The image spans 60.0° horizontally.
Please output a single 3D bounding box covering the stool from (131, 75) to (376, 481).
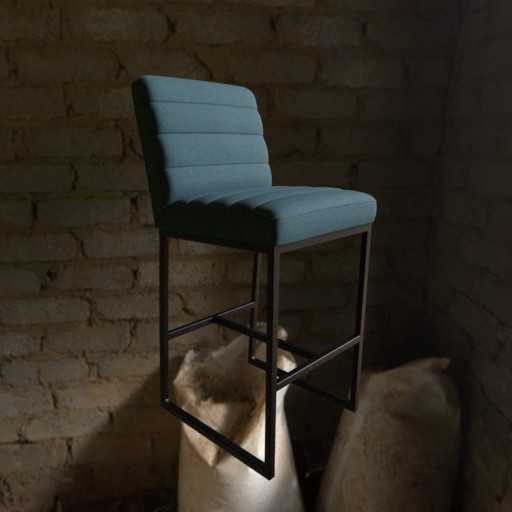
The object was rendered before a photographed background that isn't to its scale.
[{"bbox_3d":[0.000,0.000,1.349,0.560,1.040,0.460,13,19,42],"label":"stool"}]
